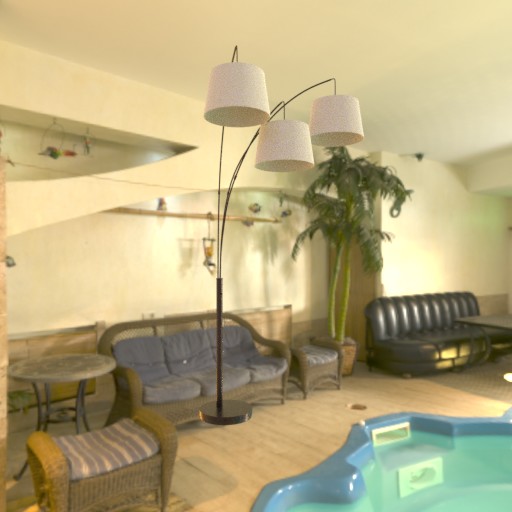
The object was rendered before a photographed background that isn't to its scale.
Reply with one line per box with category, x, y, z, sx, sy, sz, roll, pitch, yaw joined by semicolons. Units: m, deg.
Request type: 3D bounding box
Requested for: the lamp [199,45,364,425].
lamp;0.000;0.000;2.481;0.951;1.950;0.924;0;-1;-35
